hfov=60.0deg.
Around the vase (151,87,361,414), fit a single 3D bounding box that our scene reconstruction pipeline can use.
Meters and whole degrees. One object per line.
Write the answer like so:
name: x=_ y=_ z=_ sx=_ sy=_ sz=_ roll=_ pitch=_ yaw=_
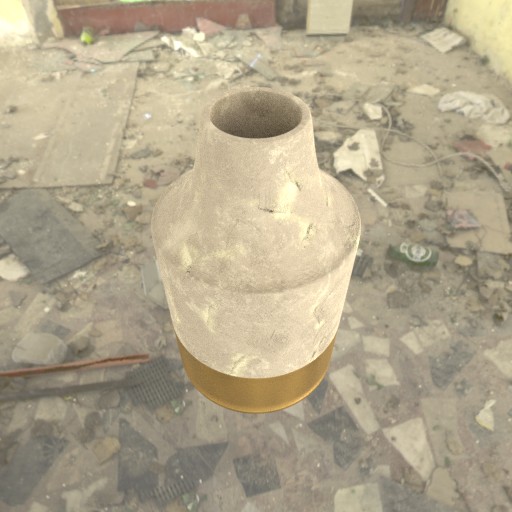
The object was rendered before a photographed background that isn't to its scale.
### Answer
vase: x=0.000 y=0.000 z=0.430 sx=0.184 sy=0.305 sz=0.184 roll=0 pitch=47 yaw=0
